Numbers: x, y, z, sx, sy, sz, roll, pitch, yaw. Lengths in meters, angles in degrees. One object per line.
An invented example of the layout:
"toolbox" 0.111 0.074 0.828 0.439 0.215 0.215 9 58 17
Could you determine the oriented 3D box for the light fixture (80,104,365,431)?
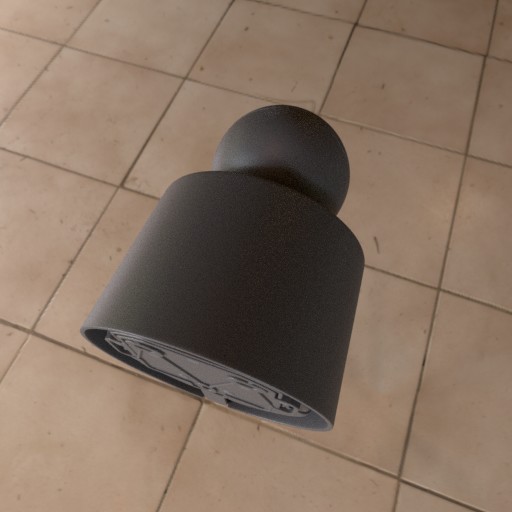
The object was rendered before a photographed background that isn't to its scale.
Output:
"light fixture" 0.000 0.000 0.264 0.134 0.143 0.160 17 65 8
